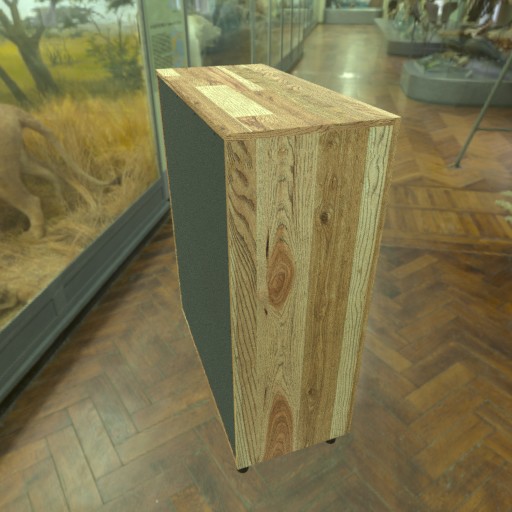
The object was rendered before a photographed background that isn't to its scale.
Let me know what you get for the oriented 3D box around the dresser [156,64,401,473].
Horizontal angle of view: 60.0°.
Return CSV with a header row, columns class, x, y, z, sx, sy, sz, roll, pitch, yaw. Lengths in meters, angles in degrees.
class,x,y,z,sx,sy,sz,roll,pitch,yaw
dresser,0.000,0.000,1.719,0.480,1.243,0.966,-10,32,-17
